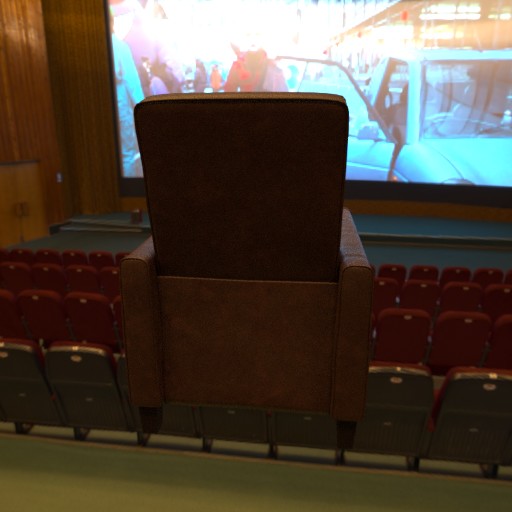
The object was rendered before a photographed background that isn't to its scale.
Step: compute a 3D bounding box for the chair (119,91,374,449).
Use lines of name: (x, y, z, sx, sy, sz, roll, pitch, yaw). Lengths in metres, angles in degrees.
chair: (0.000, 0.000, 1.514, 0.705, 1.013, 0.746, 2, 17, 6)
